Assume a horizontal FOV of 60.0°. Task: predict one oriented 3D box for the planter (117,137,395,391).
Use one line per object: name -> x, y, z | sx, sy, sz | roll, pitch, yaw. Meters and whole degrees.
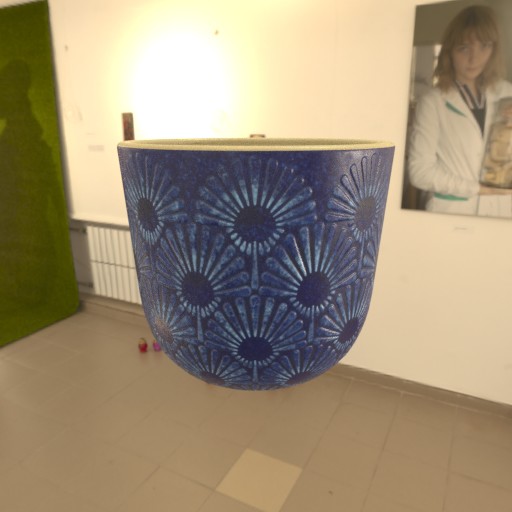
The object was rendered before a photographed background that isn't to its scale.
planter -> 0.000, 0.000, 0.303 | 0.170, 0.153, 0.170 | 0, 16, 0
